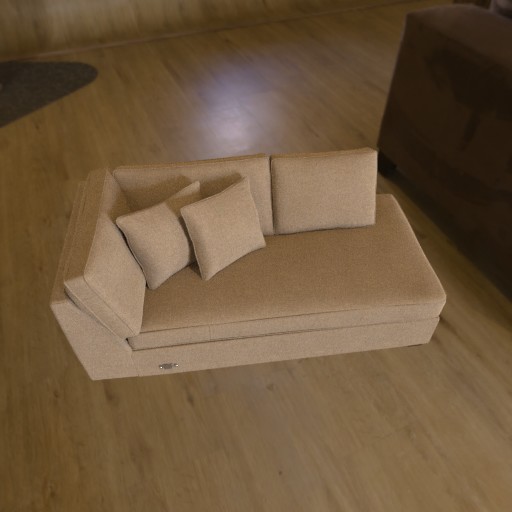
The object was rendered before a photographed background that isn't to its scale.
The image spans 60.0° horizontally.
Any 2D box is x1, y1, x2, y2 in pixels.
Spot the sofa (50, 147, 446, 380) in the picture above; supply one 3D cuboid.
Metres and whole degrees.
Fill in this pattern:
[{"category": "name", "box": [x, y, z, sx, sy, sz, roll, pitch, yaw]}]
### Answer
[{"category": "sofa", "box": [0.000, 0.000, 2.889, 2.238, 1.019, 1.110, -5, 46, -5]}]
